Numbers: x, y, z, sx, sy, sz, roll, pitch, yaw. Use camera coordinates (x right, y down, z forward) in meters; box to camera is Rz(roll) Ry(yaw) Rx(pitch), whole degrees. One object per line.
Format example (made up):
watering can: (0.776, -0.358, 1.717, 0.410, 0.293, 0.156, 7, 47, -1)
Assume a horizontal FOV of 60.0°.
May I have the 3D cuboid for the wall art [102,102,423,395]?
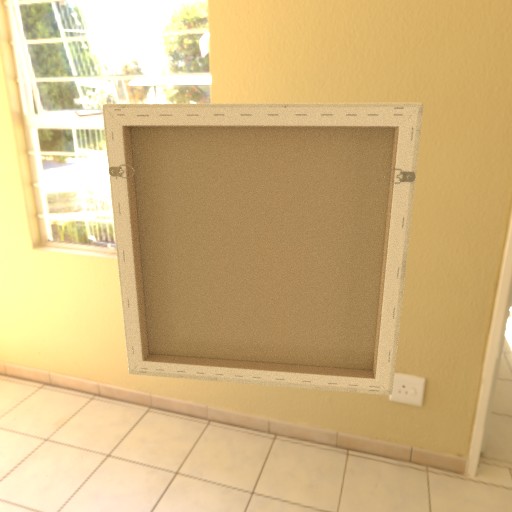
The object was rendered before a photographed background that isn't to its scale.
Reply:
wall art: (0.000, 0.000, 0.938, 0.610, 0.611, 0.040, 2, 18, 8)
